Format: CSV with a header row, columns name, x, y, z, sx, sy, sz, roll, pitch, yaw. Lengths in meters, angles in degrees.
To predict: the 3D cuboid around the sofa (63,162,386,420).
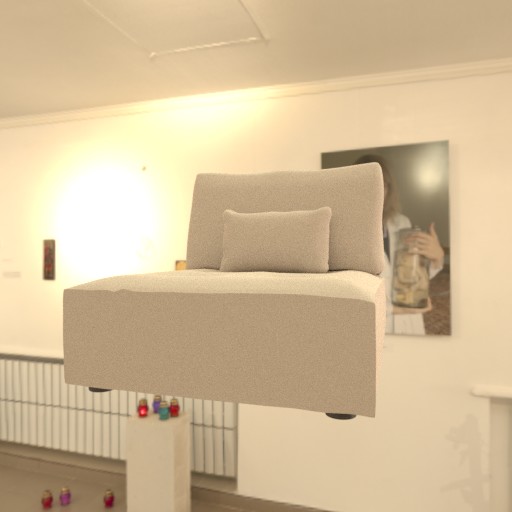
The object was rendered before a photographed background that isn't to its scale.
name,x,y,z,sx,sy,sz,roll,pitch,yaw
sofa,0.000,0.000,1.692,0.935,0.828,1.000,0,0,18
